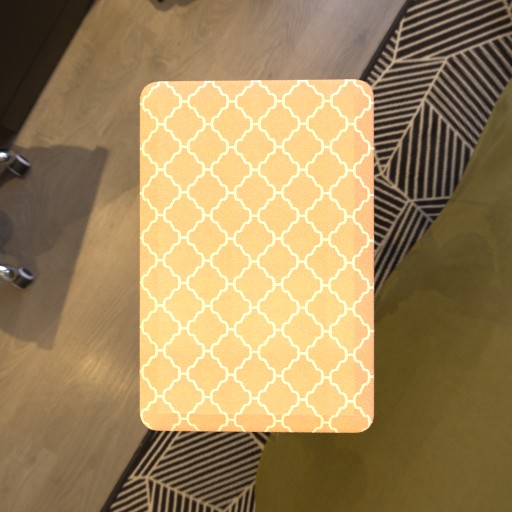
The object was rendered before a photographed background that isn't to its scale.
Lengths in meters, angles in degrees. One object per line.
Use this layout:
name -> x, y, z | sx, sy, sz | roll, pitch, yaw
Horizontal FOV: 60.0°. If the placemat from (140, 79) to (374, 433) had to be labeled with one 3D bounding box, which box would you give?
placemat -> 0.000, 0.000, 0.956 | 0.508, 0.021, 0.762 | 0, 90, 2
